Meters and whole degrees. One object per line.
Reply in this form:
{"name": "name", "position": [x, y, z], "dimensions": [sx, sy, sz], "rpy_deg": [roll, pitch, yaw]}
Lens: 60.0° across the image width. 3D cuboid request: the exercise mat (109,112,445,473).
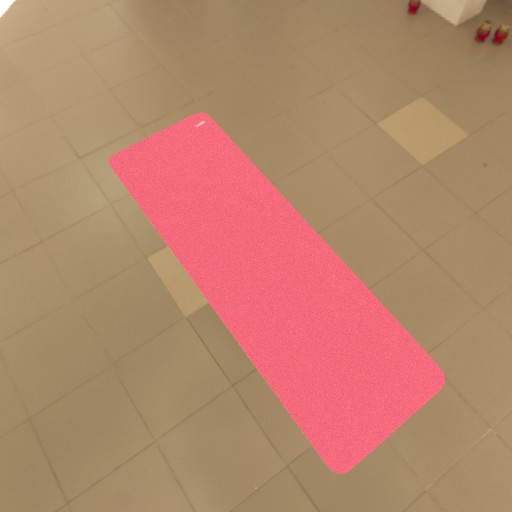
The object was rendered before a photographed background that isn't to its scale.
{"name": "exercise mat", "position": [0.000, 0.000, 2.086], "dimensions": [0.616, 0.021, 1.884], "rpy_deg": [-33, 67, -16]}
